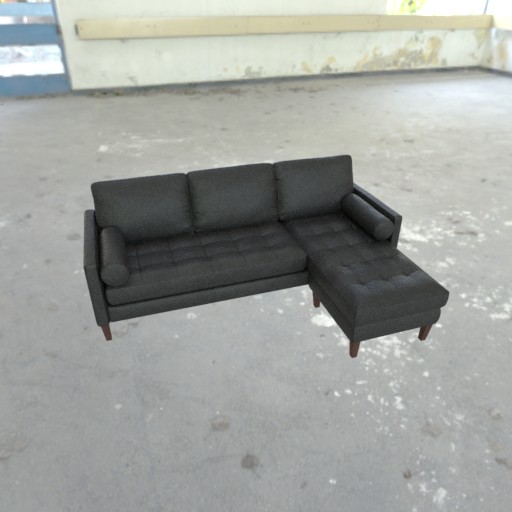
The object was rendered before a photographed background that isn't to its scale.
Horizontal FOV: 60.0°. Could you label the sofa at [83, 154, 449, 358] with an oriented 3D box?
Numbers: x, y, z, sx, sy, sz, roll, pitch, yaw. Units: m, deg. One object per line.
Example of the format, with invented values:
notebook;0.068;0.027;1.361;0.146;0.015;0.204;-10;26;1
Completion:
sofa;0.000;0.000;3.018;2.178;0.876;1.497;-10;32;-16
